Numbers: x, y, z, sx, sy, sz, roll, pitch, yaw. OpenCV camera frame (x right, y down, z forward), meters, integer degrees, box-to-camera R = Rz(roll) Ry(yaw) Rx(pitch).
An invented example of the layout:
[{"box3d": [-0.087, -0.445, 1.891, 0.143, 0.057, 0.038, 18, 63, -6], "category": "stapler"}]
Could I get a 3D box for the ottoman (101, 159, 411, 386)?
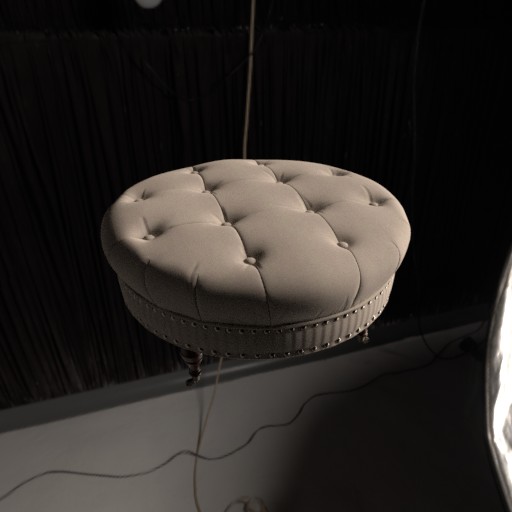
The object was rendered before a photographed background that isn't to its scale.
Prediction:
[{"box3d": [0.000, 0.000, 1.417, 0.901, 0.439, 0.901, 0, 30, 0], "category": "ottoman"}]
